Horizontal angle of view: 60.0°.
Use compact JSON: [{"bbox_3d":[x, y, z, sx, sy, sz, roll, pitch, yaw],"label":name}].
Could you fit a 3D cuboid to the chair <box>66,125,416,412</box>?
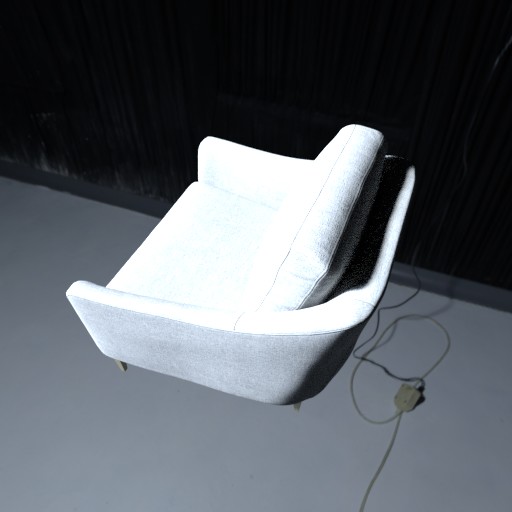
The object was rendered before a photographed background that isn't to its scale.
[{"bbox_3d":[0.000,0.000,1.693,0.961,0.902,0.986,17,50,15],"label":"chair"}]
